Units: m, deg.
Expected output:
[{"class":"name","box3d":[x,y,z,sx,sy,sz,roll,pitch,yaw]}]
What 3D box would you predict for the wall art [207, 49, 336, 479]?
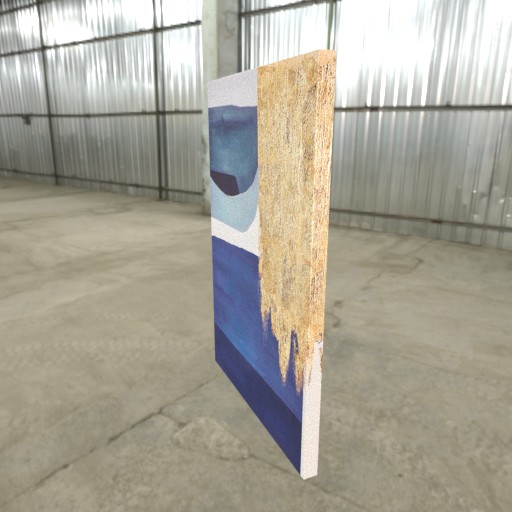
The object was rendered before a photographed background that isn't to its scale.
[{"class":"wall art","box3d":[0.000,0.000,1.170,0.039,0.911,0.607,-7,17,-24]}]
